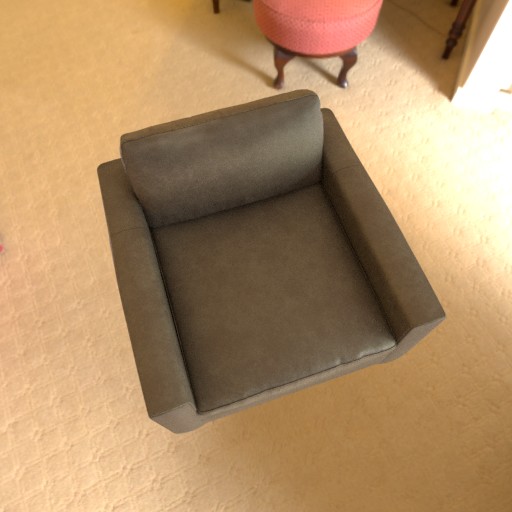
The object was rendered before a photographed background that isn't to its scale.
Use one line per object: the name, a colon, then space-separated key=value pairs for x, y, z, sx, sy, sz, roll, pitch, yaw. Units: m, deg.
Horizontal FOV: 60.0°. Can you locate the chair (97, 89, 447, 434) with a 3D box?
chair: x=0.000 y=0.000 z=1.824 sx=1.106 sy=0.807 sz=1.080 roll=-16 pitch=64 yaw=-8
